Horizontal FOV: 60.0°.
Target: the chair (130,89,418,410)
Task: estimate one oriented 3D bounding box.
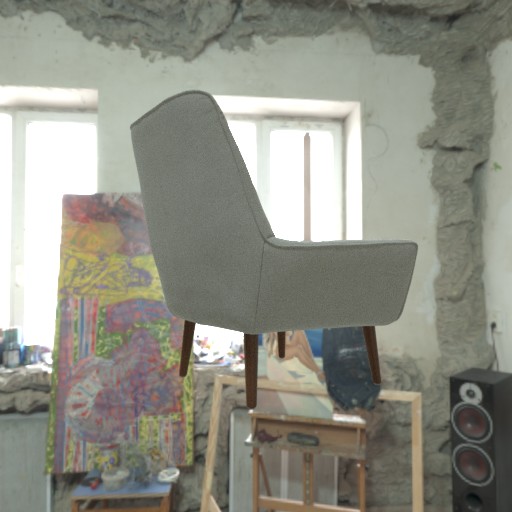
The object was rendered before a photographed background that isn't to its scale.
[{"bbox_3d":[0.000,0.000,1.561,0.822,0.888,0.787,1,-1,-35],"label":"chair"}]
